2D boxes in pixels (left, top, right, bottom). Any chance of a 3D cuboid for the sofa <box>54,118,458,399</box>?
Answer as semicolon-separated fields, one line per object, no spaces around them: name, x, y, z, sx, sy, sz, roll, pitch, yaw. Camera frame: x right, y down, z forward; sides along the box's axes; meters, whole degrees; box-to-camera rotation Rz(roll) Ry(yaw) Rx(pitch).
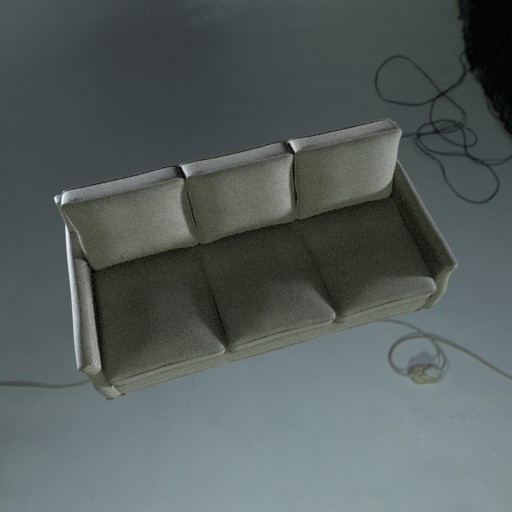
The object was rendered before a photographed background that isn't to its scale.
sofa;0.000;0.000;2.801;2.246;1.003;1.084;-14;63;-7
